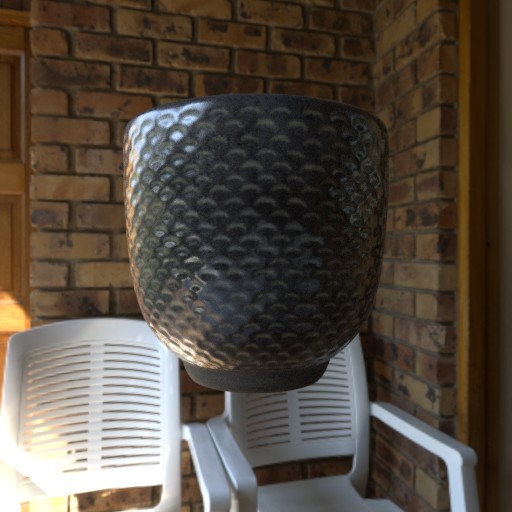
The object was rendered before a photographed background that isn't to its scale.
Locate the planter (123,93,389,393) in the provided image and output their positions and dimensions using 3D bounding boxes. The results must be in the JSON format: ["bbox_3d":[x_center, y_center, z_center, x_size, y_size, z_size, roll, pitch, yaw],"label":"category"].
[{"bbox_3d":[0.000,0.000,0.299,0.172,0.160,0.172,0,0,0],"label":"planter"}]
